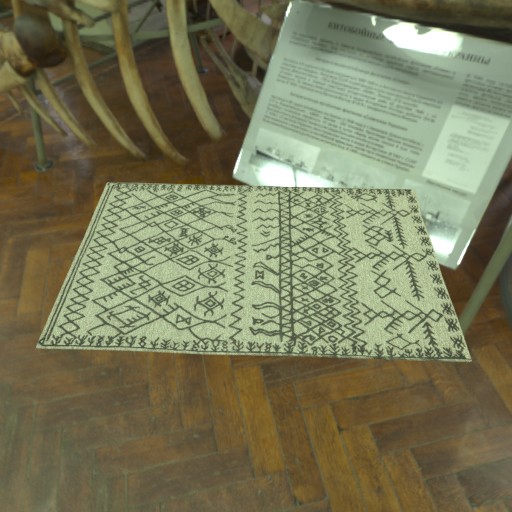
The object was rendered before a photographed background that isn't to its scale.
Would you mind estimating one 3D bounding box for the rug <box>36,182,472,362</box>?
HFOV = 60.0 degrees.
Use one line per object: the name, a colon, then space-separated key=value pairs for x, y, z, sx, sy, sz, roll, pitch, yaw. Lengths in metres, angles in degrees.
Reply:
rug: x=0.000 y=0.000 z=4.699 sx=3.824 sy=0.019 sz=2.393 roll=1 pitch=47 yaw=1
